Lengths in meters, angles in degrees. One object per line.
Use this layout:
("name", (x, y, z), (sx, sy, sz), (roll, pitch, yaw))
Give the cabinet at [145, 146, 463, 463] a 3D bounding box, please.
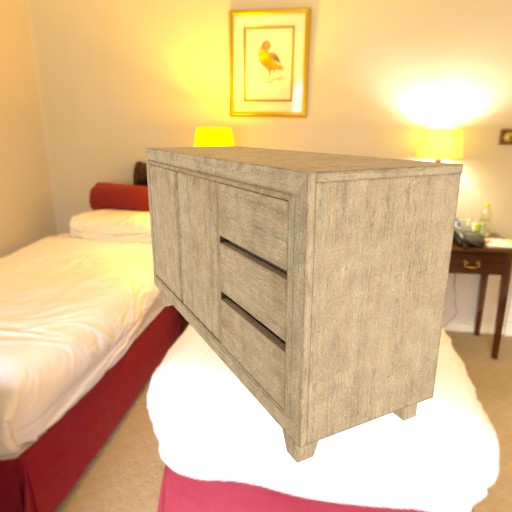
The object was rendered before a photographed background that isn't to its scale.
("cabinet", (0.000, 0.000, 1.828), (0.511, 0.825, 1.460), (-8, 18, -26))
